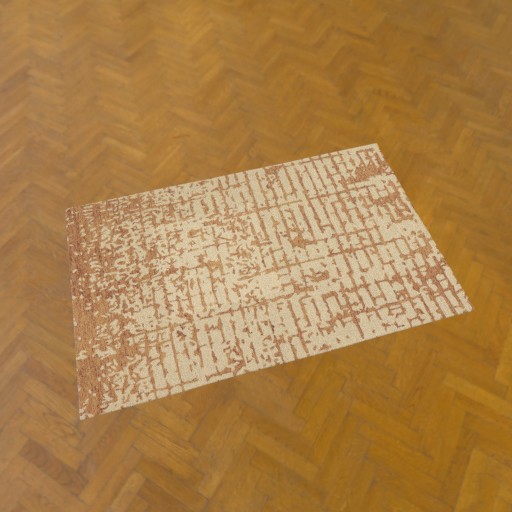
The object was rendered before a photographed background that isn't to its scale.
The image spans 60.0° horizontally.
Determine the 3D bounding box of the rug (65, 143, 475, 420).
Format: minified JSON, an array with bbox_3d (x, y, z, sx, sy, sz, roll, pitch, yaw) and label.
[{"bbox_3d":[0.000,0.000,2.990,2.435,0.011,1.517,-14,59,-8],"label":"rug"}]
